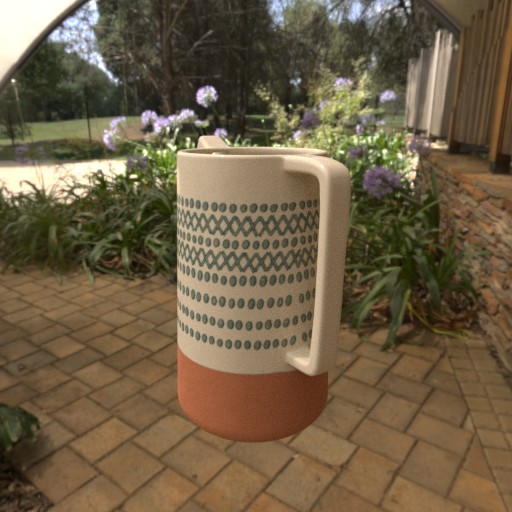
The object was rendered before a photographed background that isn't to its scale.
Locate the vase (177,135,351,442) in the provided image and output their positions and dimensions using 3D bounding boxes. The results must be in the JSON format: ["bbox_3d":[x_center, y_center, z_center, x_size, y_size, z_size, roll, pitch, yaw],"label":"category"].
[{"bbox_3d":[0.000,0.000,0.471,0.168,0.247,0.326,2,17,8],"label":"vase"}]
